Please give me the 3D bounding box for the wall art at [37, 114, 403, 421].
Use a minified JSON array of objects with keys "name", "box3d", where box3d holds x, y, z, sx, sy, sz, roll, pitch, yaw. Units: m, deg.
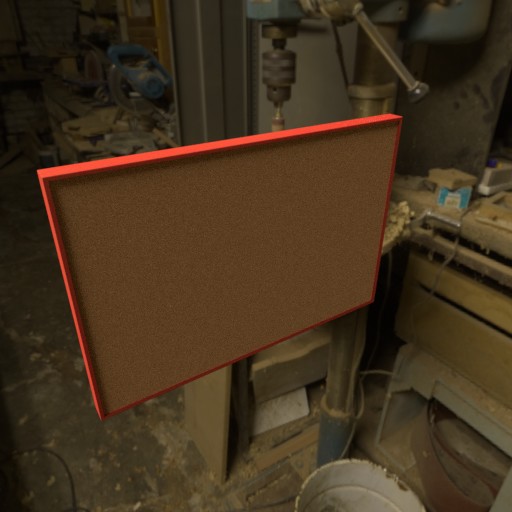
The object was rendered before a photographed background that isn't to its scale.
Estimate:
[{"name":"wall art","box3d":[0.000,0.000,0.763,0.607,0.405,0.033,-17,34,-28]}]
